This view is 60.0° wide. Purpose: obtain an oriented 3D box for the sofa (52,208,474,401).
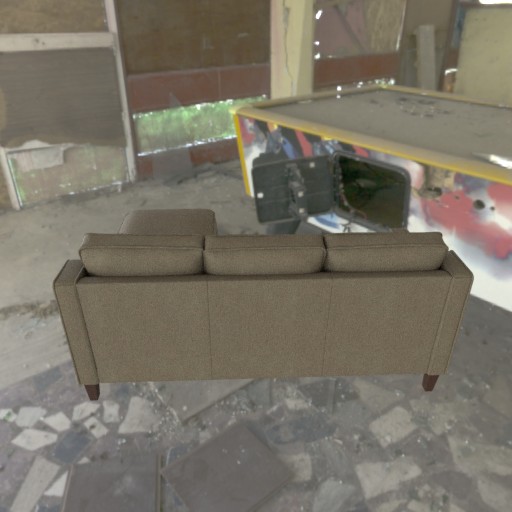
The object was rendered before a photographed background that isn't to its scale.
[{"bbox_3d":[0.000,0.000,3.355,2.317,1.081,1.858,-1,29,-2],"label":"sofa"}]
